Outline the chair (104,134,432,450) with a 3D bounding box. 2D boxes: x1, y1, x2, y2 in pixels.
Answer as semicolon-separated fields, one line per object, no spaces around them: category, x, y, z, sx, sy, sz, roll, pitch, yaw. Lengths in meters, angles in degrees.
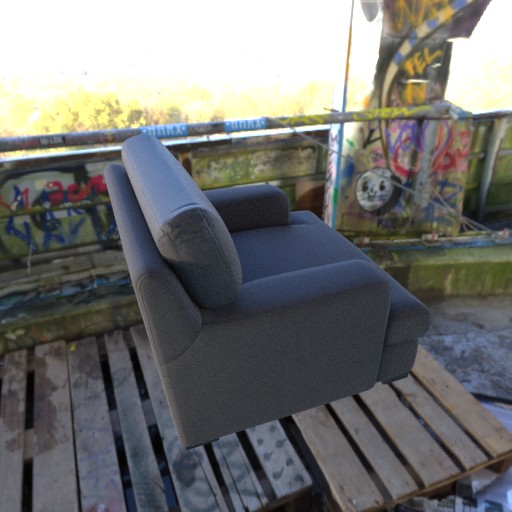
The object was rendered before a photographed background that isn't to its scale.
chair;0.000;0.000;1.997;1.143;0.940;1.168;-11;31;-18
